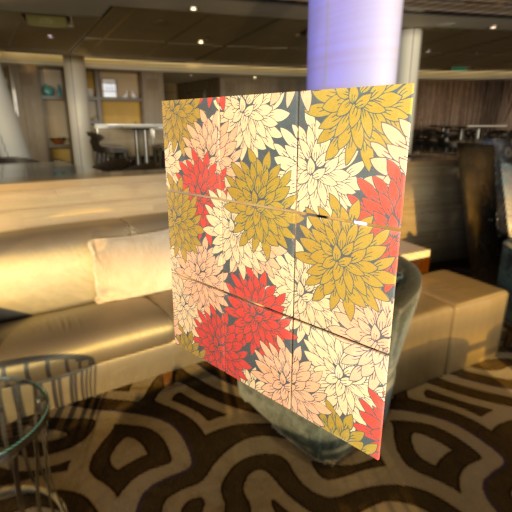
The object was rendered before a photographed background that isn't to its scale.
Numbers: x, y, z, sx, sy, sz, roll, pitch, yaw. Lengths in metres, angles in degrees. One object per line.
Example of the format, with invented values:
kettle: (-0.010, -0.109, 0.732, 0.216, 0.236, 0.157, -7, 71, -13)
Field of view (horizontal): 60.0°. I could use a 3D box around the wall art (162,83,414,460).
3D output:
wall art: (0.000, 0.000, 2.236, 0.013, 1.534, 1.519, -15, 22, -43)
